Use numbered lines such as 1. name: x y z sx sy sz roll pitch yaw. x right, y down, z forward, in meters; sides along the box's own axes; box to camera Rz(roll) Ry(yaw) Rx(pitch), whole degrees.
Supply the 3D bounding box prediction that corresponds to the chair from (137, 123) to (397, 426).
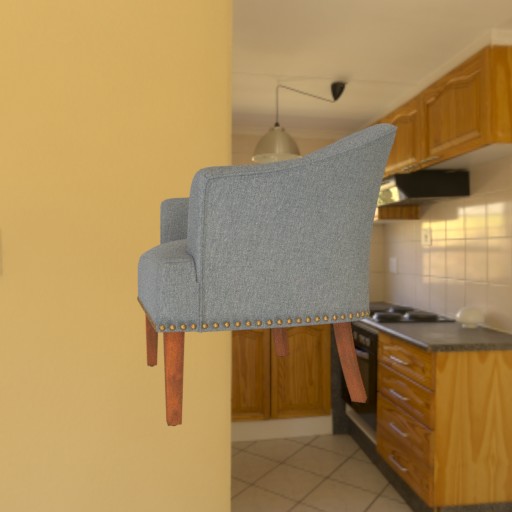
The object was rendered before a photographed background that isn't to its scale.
1. chair: 0.000 0.000 1.430 0.704 0.815 0.798 0 1 -18
